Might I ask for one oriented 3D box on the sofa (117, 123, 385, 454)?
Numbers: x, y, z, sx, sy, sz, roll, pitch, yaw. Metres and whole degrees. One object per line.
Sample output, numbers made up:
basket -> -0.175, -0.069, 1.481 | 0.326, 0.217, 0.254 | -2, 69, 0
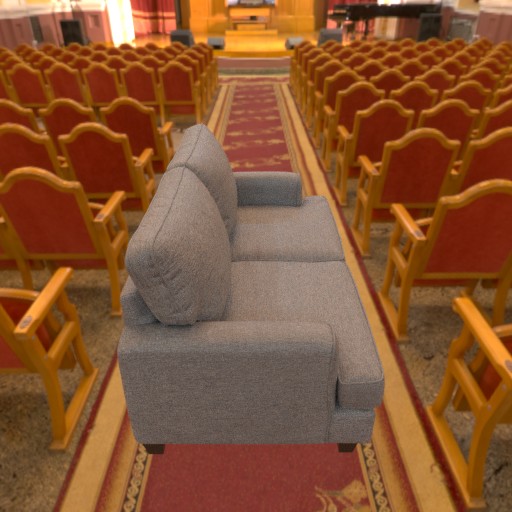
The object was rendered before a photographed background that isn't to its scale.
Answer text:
sofa -> 0.000, 0.000, 2.220 | 0.965, 0.965, 1.651 | 0, 31, 0
